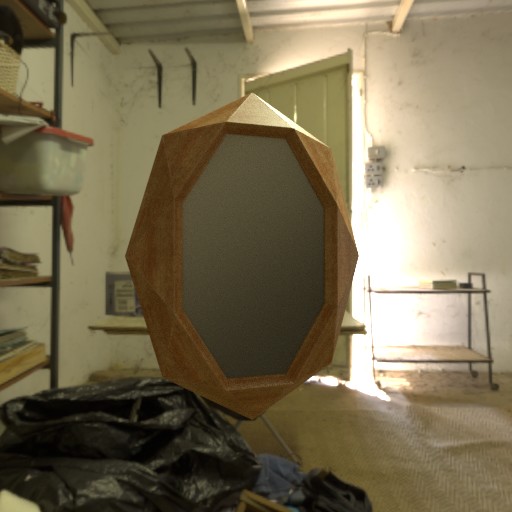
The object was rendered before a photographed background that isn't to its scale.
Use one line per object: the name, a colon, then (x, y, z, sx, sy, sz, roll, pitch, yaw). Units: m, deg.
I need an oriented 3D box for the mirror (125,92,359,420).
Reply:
mirror: (0.000, 0.000, 1.022, 0.577, 0.774, 0.070, 0, 0, -18)
